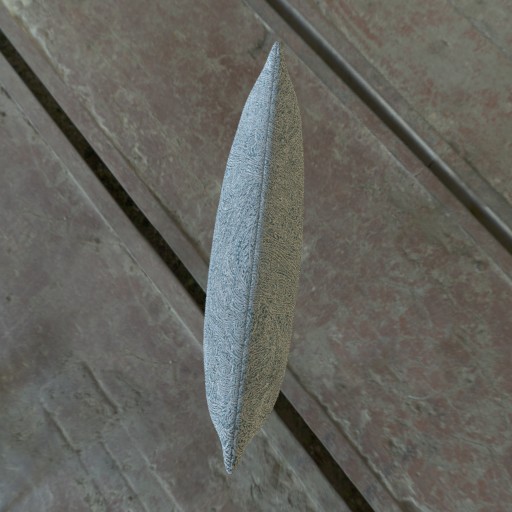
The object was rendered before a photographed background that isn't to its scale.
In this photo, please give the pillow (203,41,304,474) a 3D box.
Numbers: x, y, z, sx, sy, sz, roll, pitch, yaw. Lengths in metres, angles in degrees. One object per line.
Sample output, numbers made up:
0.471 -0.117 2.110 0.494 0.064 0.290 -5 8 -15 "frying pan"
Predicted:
0.000 0.000 0.746 0.151 0.295 0.615 6 76 1 "pillow"
